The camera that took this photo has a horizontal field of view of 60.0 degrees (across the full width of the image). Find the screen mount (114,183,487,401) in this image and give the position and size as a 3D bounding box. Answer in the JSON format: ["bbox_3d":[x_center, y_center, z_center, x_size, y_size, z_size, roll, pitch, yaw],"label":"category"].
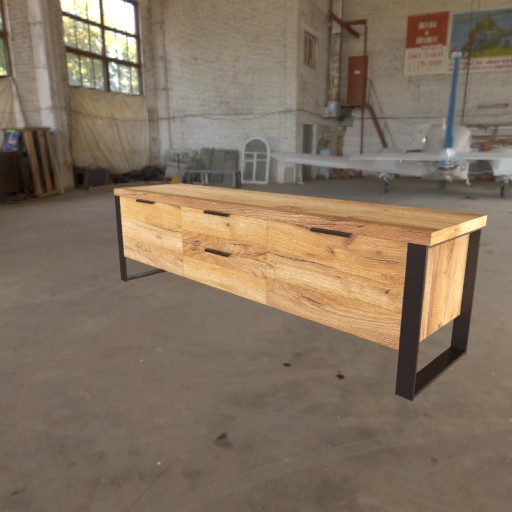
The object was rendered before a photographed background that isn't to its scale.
[{"bbox_3d":[0.000,0.000,1.743,1.524,0.450,0.395,14,20,43],"label":"screen mount"}]
